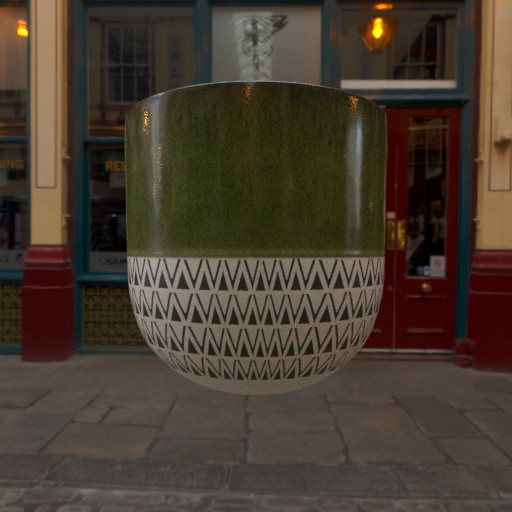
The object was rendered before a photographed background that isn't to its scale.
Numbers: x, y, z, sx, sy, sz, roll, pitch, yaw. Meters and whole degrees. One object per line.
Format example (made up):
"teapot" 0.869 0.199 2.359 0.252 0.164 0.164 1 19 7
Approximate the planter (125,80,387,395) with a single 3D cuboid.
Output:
"planter" 0.000 0.000 0.470 0.266 0.270 0.266 0 0 0
